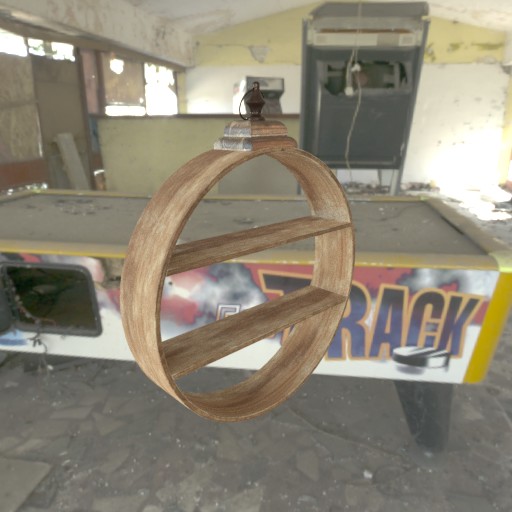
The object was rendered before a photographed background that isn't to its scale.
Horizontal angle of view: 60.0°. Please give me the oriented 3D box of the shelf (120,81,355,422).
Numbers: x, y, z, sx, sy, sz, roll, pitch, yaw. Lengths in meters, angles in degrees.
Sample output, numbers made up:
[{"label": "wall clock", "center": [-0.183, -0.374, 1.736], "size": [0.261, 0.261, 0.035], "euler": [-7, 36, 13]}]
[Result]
[{"label": "shelf", "center": [0.000, 0.000, 0.986], "size": [0.601, 0.725, 0.125], "euler": [-16, 23, -42]}]
